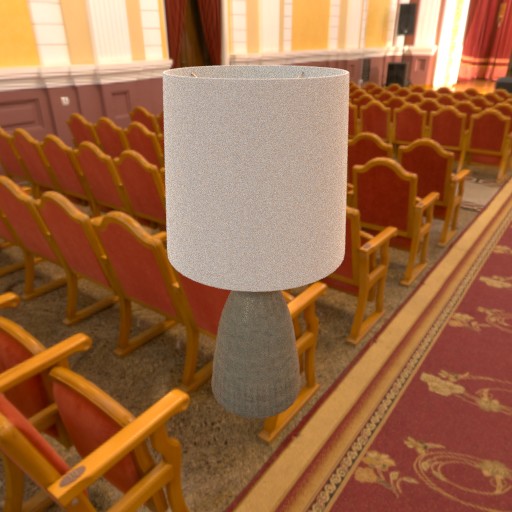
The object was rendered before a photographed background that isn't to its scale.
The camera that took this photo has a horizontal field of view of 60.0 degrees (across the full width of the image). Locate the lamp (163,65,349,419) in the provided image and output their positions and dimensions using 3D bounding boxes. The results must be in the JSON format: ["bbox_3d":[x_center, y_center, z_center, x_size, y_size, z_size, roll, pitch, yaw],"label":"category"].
[{"bbox_3d":[0.000,0.000,0.478,0.186,0.369,0.186,0,27,0],"label":"lamp"}]
